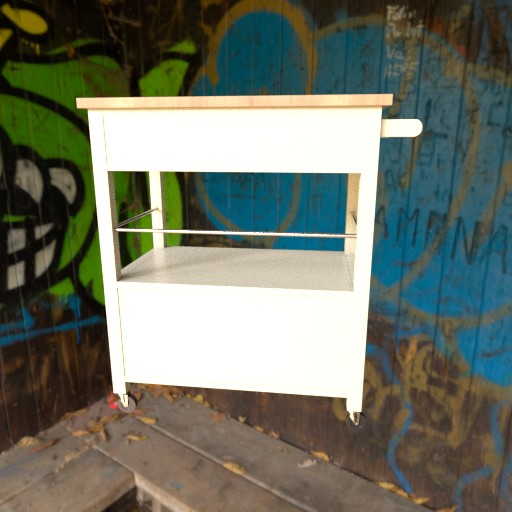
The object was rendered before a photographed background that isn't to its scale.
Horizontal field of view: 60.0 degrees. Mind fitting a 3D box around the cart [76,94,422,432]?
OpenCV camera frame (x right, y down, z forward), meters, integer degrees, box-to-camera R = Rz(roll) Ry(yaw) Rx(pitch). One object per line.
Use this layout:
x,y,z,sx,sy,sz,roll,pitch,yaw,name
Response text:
0.000,0.000,1.380,0.840,0.901,0.459,2,15,7,cart
